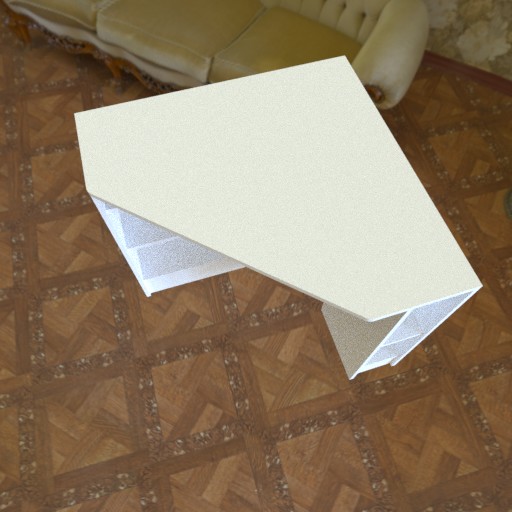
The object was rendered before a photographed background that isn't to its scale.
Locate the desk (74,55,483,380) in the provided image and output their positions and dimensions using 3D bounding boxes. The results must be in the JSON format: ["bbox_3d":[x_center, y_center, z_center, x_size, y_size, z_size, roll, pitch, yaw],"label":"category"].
[{"bbox_3d":[0.000,0.000,1.648,0.940,0.818,0.926,-15,63,-8],"label":"desk"}]
